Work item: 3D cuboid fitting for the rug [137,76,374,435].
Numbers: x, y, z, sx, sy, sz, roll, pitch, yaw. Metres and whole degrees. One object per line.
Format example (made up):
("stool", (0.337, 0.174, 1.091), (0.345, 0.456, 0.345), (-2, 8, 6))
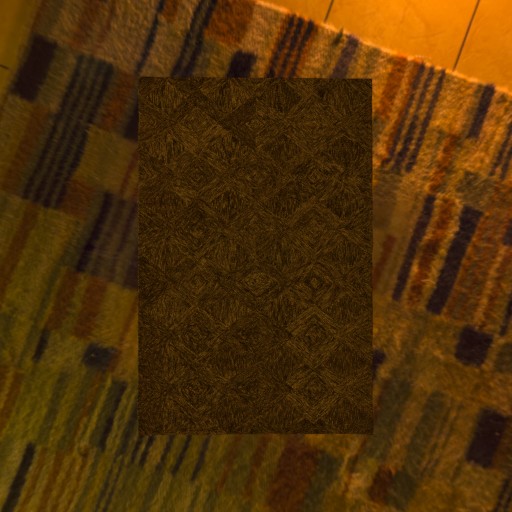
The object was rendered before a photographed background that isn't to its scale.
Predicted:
("rug", (0.000, 0.000, 2.235), (1.189, 0.011, 1.808), (0, 90, -1))
